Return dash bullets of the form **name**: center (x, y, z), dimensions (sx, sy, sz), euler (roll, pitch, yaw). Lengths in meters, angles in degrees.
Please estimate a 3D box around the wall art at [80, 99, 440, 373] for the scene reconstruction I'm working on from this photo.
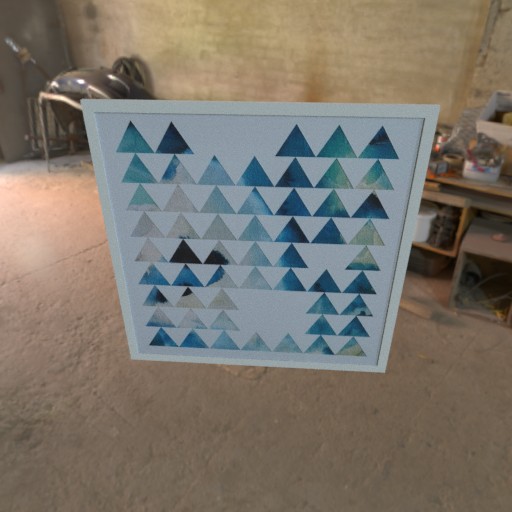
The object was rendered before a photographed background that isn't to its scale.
- **wall art**: center (0.000, 0.000, 1.208), dimensions (0.809, 0.809, 0.012), euler (2, 31, 4)
